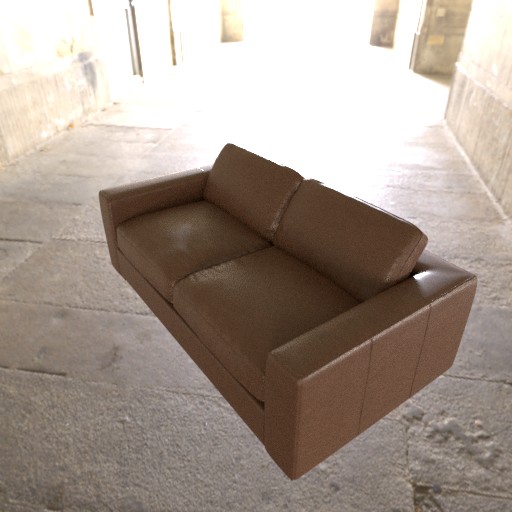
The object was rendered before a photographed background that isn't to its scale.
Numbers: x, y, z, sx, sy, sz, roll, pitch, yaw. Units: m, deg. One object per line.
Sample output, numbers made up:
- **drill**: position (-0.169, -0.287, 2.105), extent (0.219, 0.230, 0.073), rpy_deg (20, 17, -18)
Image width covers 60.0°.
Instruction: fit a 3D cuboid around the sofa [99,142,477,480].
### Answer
- **sofa**: position (0.000, 0.000, 2.417), extent (1.070, 0.800, 1.920), rpy_deg (-21, 37, -30)
